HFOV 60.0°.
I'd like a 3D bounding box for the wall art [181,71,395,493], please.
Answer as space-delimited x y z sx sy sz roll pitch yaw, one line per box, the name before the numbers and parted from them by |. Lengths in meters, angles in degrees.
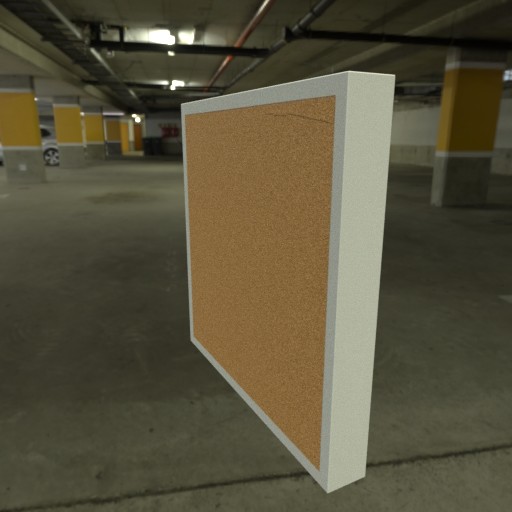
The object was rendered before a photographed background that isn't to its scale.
wall art | 0.000 0.000 0.442 0.038 0.305 0.305 -8 17 -27
